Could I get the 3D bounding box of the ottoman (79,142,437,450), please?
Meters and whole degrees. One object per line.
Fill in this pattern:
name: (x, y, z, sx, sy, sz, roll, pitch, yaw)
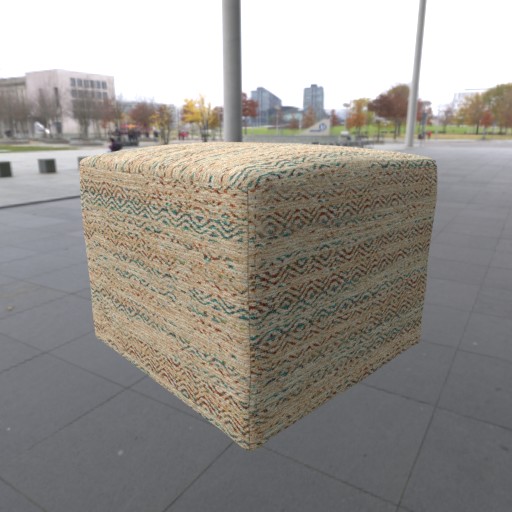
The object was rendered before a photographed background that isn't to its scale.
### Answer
ottoman: (0.000, 0.000, 0.917, 0.512, 0.453, 0.521, -14, 21, -41)
